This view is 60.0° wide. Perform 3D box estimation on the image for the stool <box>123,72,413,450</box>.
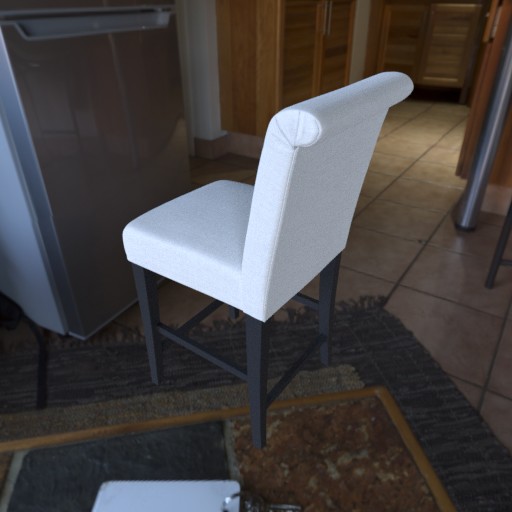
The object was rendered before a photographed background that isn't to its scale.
[{"bbox_3d":[0.000,0.000,1.263,0.597,0.976,0.452,21,37,30],"label":"stool"}]
